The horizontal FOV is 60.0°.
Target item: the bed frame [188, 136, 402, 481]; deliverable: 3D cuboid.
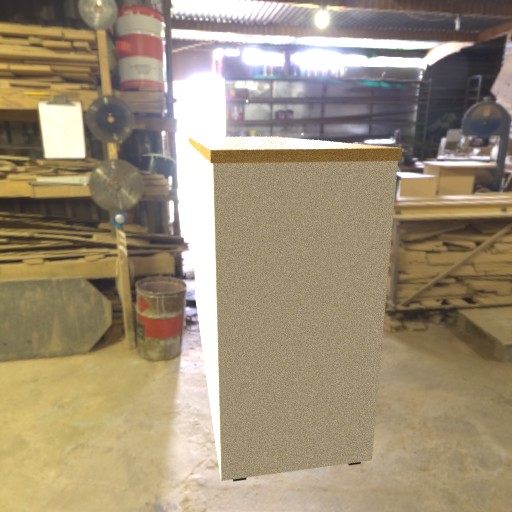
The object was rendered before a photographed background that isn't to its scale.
[{"bbox_3d":[0.000,0.000,1.684,0.430,0.850,1.300,-3,16,-10],"label":"bed frame"}]
